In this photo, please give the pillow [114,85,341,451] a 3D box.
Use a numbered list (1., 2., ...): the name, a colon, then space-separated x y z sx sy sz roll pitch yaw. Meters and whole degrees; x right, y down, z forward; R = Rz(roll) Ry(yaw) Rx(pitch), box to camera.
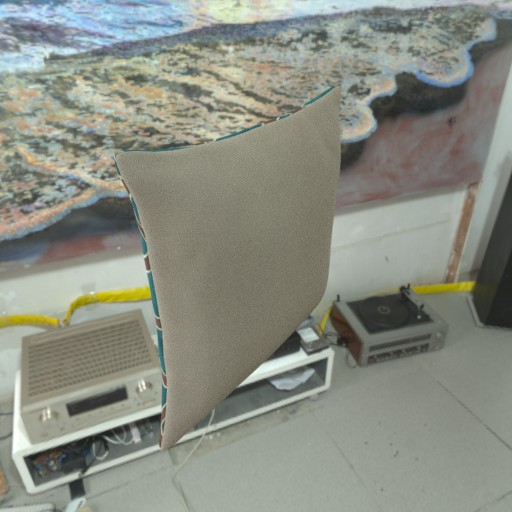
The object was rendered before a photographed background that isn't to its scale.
1. pillow: 0.000 0.000 0.786 0.166 0.507 0.526 20 36 30
